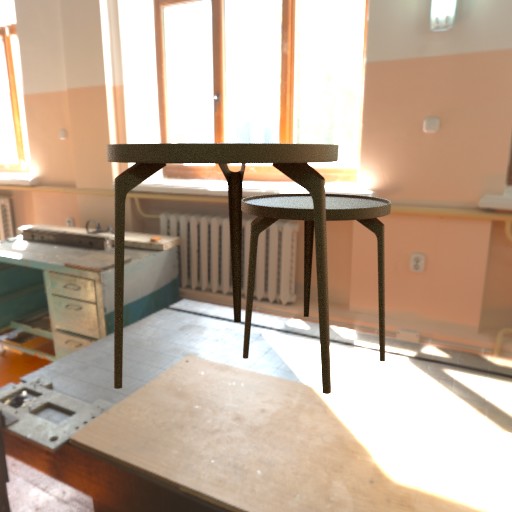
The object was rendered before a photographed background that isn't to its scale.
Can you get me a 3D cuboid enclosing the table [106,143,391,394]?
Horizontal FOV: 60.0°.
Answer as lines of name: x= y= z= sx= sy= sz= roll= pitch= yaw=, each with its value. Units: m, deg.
table: x=0.000 y=0.000 z=1.148 sx=0.751 sy=0.555 sz=0.532 roll=-7 pitch=15 yaw=-26
